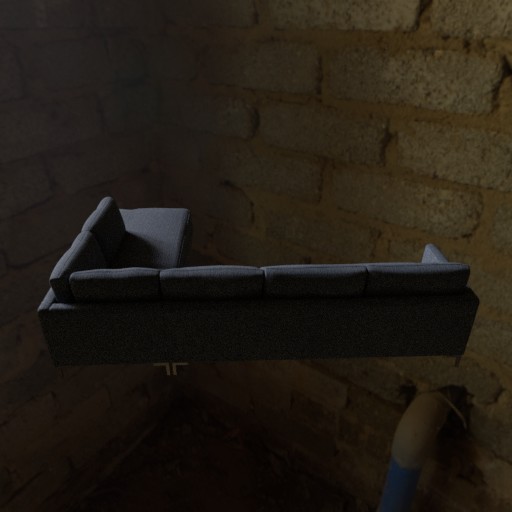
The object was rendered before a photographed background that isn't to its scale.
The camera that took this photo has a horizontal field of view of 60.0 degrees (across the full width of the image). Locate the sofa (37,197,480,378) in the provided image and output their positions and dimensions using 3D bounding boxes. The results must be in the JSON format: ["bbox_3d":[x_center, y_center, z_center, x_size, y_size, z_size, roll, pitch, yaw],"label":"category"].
[{"bbox_3d":[0.000,0.000,3.832,2.949,0.815,2.007,-1,30,-2],"label":"sofa"}]
